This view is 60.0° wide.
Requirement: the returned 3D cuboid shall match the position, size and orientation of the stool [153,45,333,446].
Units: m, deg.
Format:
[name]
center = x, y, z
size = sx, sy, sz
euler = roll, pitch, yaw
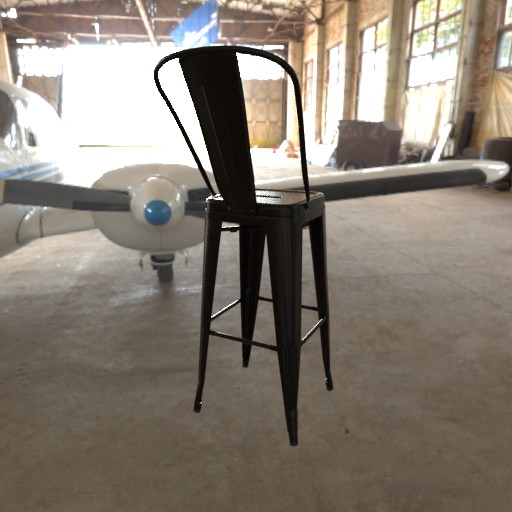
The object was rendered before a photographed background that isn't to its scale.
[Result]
[stool]
center = 0.000, 0.000, 1.349
size = 0.399, 1.096, 0.513
euler = 8, 18, 27
